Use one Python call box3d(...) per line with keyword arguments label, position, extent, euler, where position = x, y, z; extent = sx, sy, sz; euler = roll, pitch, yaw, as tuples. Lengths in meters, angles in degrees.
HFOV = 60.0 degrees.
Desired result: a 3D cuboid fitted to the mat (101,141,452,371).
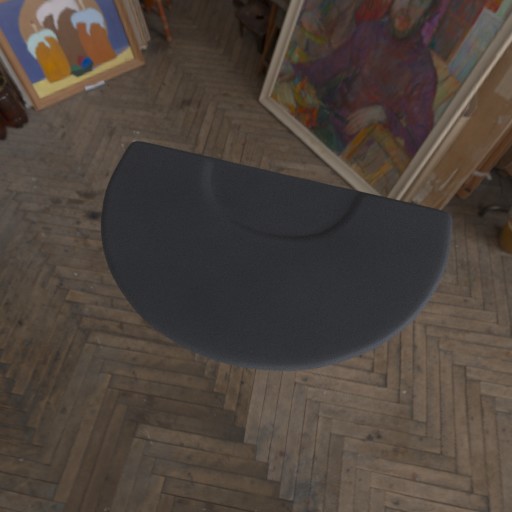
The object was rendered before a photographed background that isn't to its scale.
box3d(label="mat", position=(0.000, 0.000, 1.819), extent=(1.525, 0.022, 0.917), euler=(15, 61, 8))
